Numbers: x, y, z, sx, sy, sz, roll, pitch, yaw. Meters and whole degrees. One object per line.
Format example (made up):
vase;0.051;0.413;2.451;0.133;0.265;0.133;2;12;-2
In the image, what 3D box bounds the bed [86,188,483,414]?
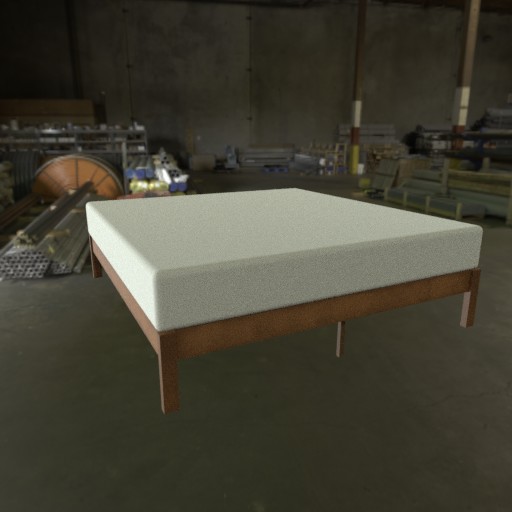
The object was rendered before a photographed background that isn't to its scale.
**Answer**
bed;0.000;0.000;3.071;1.930;0.616;2.049;-8;18;-26
